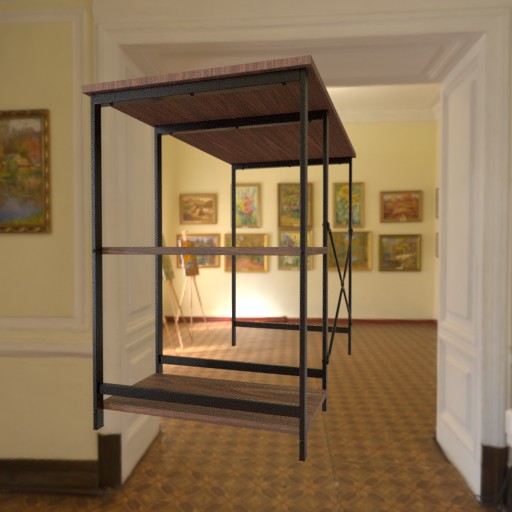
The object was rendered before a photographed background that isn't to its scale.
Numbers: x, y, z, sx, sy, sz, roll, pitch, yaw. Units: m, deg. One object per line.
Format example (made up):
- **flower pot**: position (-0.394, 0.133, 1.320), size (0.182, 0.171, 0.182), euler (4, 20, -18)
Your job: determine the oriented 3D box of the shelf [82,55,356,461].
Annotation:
- **shelf**: position (0.000, 0.000, 1.313), size (0.498, 0.750, 0.902), euler (0, 1, 18)
